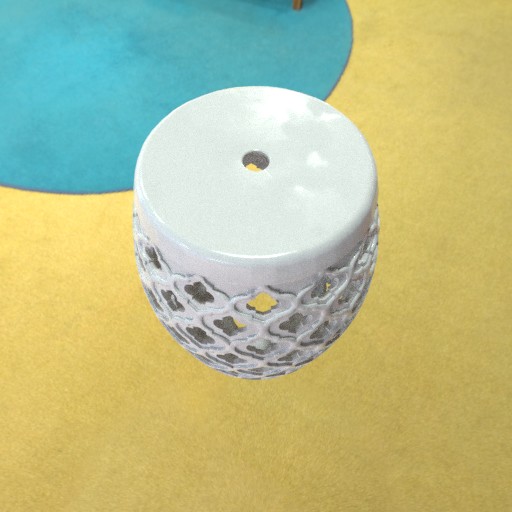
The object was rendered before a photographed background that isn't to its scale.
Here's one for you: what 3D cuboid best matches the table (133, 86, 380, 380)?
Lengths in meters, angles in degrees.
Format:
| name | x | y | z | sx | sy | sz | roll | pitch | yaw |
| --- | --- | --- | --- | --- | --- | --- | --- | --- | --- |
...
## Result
| name | x | y | z | sx | sy | sz | roll | pitch | yaw |
| --- | --- | --- | --- | --- | --- | --- | --- | --- | --- |
| table | 0.000 | 0.000 | 0.640 | 0.325 | 0.388 | 0.325 | 0 | 58 | 0 |
